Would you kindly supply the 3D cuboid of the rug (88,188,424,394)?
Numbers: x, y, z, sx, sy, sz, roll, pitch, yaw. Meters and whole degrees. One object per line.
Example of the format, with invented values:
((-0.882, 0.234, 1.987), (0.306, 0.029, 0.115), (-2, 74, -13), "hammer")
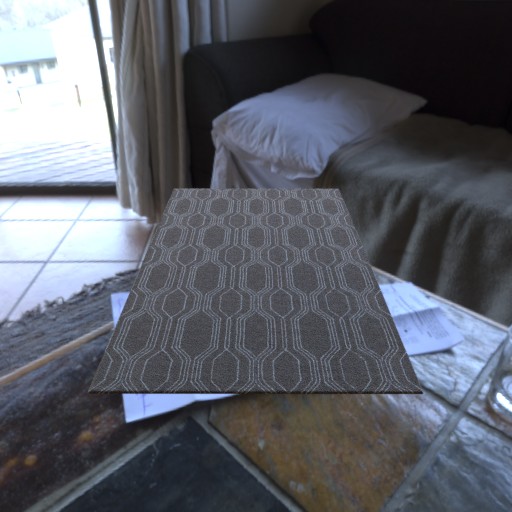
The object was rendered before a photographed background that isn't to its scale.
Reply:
((0.000, 0.000, 3.083), (1.541, 0.012, 2.457), (0, 31, 0), "rug")
